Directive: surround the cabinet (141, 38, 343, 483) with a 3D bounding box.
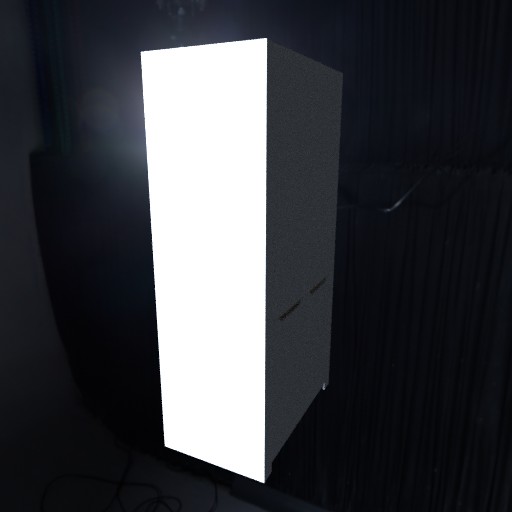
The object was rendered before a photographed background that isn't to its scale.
[{"bbox_3d":[0.000,0.000,2.388,0.580,1.920,0.980,7,16,26],"label":"cabinet"}]
